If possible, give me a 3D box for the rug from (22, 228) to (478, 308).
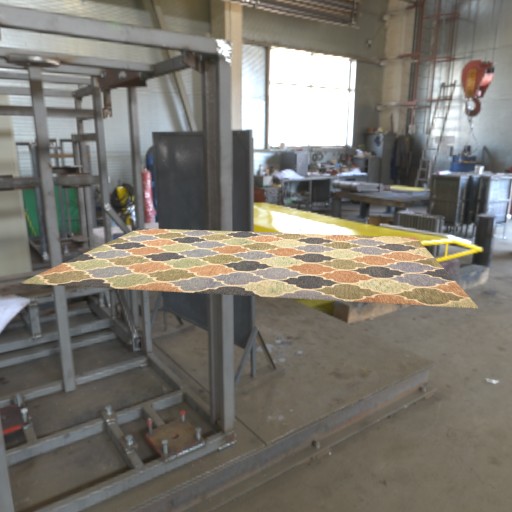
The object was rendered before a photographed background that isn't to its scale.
[{"bbox_3d":[0.000,0.000,2.328,1.828,0.006,1.216,2,15,9],"label":"rug"}]
